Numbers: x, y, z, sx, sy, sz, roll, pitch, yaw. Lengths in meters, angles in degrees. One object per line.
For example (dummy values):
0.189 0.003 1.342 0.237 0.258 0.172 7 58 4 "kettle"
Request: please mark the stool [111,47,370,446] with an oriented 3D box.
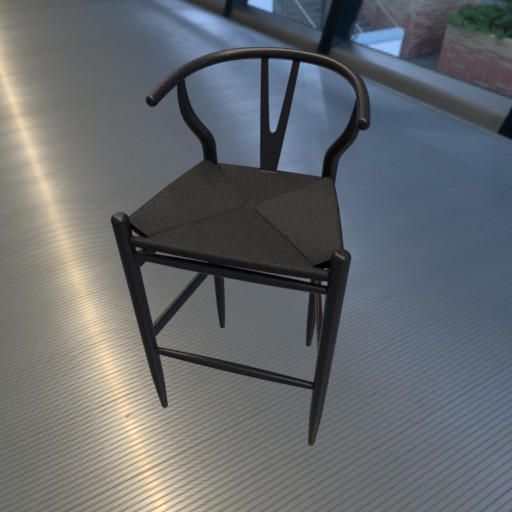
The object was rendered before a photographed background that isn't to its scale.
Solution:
0.000 0.000 1.378 0.569 1.072 0.579 10 41 12 "stool"
